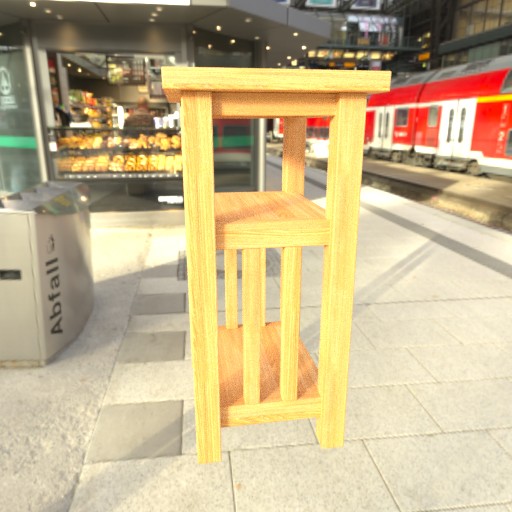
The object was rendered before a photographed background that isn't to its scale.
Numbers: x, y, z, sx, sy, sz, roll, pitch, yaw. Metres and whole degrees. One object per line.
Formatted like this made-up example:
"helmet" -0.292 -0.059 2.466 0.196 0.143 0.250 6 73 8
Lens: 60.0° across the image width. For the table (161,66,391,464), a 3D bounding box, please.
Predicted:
"table" 0.000 0.000 0.751 0.270 0.550 0.350 -3 17 -9
